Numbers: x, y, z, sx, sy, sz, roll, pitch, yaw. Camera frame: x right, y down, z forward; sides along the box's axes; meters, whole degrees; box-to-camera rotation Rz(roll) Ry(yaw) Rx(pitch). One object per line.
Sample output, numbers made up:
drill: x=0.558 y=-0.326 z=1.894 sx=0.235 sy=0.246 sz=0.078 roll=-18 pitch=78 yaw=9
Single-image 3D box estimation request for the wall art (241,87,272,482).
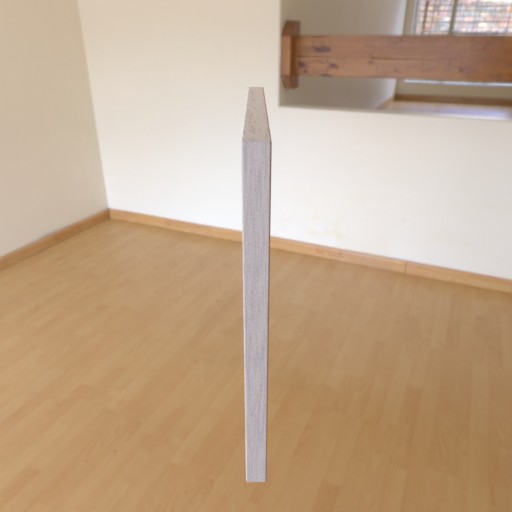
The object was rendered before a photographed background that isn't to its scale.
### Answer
wall art: x=0.000 y=0.000 z=1.976 sx=0.078 sy=1.288 sz=1.287 roll=0 pitch=27 yaw=0
